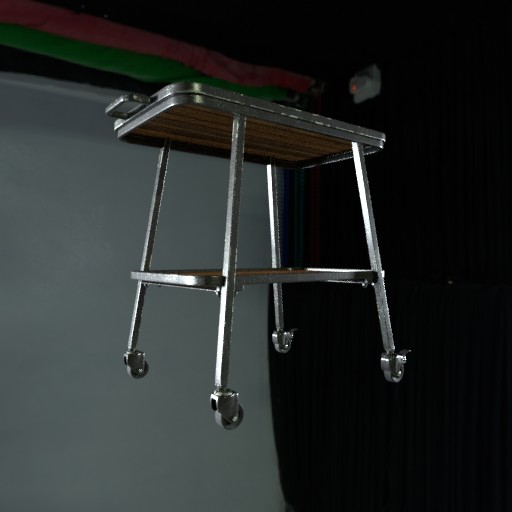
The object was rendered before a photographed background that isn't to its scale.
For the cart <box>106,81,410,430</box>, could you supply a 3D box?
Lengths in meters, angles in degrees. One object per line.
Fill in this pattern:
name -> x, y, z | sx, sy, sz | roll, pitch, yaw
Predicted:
cart -> 0.000, 0.000, 1.238 | 0.806, 0.700, 0.515 | 0, 0, -37
